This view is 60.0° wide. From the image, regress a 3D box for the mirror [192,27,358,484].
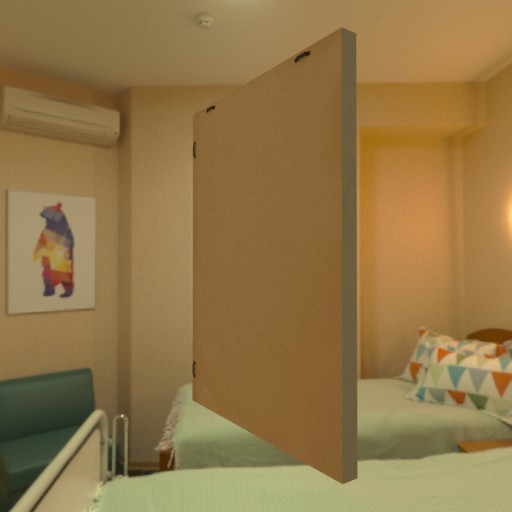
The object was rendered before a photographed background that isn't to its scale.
[{"bbox_3d":[0.000,0.000,0.904,0.039,0.710,0.507,1,-1,-35],"label":"mirror"}]
